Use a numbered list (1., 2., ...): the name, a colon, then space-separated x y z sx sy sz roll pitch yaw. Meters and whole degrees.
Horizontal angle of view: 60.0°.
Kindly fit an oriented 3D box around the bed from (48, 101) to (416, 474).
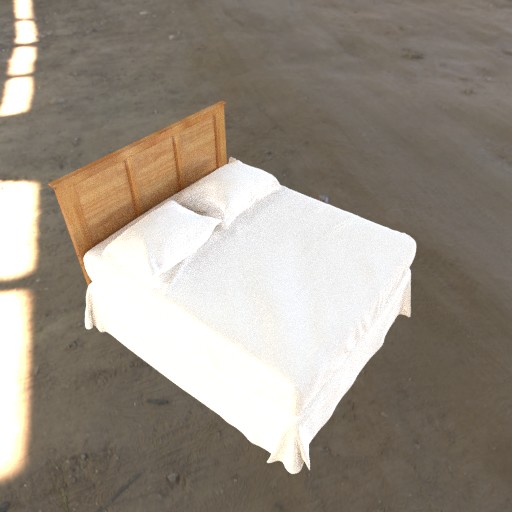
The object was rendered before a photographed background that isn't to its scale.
1. bed: 0.000 0.000 3.199 2.035 1.273 1.870 27 48 27
